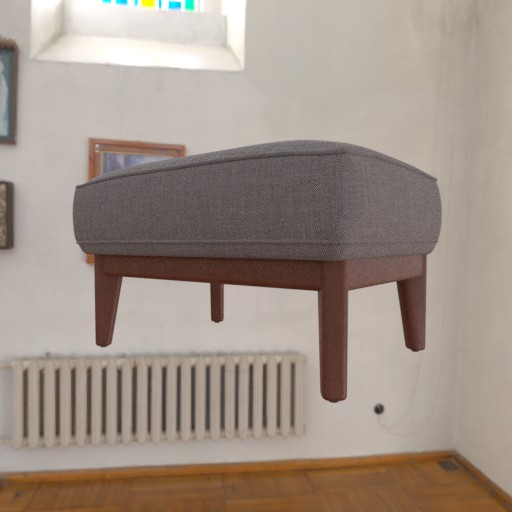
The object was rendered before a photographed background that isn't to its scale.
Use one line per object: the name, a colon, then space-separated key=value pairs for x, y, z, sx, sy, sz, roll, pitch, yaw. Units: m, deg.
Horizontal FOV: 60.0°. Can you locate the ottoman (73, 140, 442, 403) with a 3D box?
ottoman: x=0.000 y=0.000 z=1.088 sx=0.750 sy=0.458 sz=0.555 roll=1 pitch=2 yaw=37
